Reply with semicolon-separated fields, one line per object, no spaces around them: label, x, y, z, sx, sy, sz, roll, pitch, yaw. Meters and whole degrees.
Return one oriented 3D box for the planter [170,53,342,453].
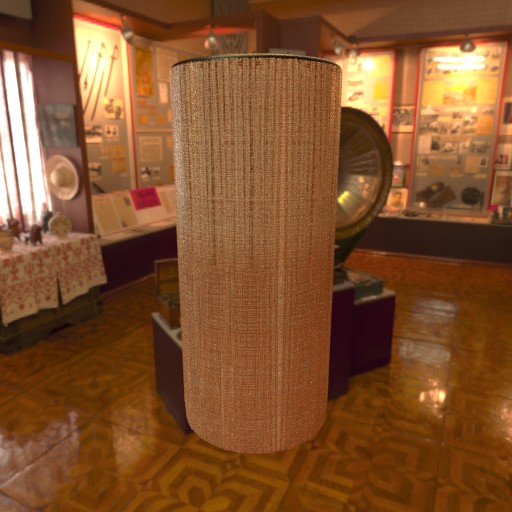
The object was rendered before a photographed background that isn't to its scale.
planter;0.000;0.000;0.289;0.100;0.227;0.100;8;17;27
